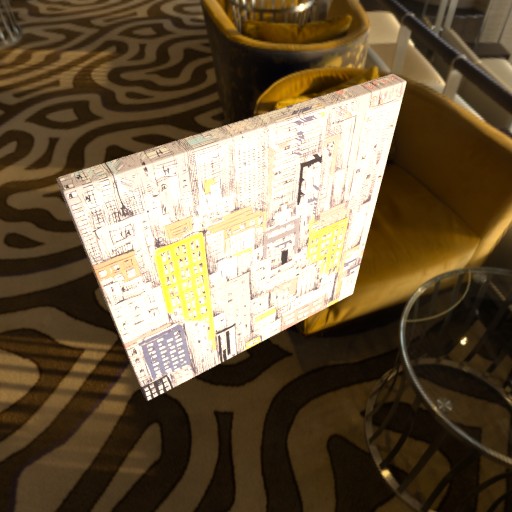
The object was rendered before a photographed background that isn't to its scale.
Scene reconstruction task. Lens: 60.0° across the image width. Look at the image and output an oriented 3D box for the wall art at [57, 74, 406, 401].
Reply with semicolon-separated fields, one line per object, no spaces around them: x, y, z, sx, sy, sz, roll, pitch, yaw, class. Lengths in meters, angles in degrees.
0.000;0.000;0.912;0.607;0.608;0.038;-24;51;-21;wall art
